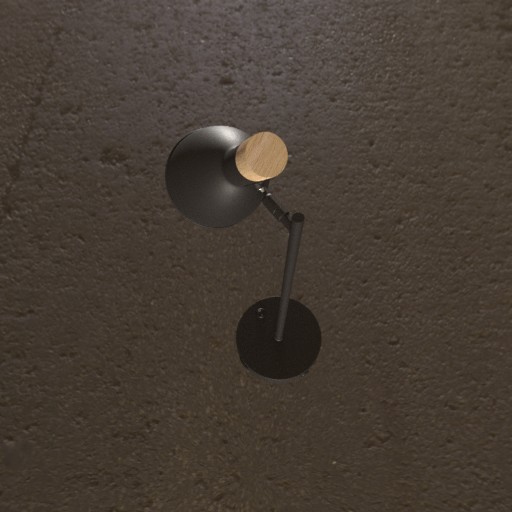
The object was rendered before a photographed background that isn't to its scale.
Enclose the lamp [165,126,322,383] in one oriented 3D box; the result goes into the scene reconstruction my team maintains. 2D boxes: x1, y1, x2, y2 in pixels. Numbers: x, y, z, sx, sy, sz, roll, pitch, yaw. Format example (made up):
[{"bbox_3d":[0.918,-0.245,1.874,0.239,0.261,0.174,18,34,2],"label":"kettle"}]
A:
[{"bbox_3d":[0.000,0.000,0.609,0.152,0.483,0.287,-33,68,-15],"label":"lamp"}]
